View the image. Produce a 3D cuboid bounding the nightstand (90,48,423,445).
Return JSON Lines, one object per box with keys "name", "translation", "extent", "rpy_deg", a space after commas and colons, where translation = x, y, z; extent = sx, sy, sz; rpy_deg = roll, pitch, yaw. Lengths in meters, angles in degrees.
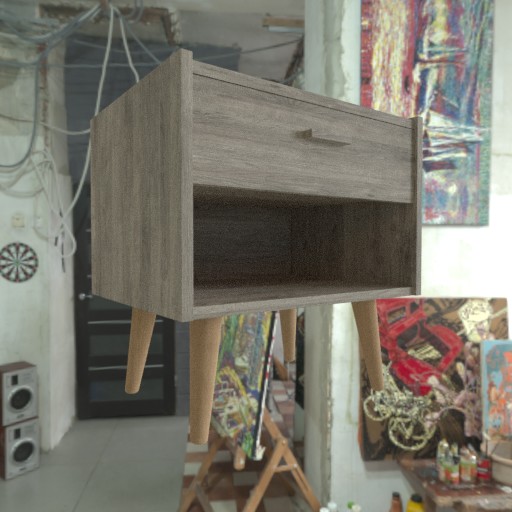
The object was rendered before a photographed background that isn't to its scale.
{"name": "nightstand", "translation": [0.000, 0.000, 0.811], "extent": [0.480, 0.500, 0.380], "rpy_deg": [-1, 2, -36]}
